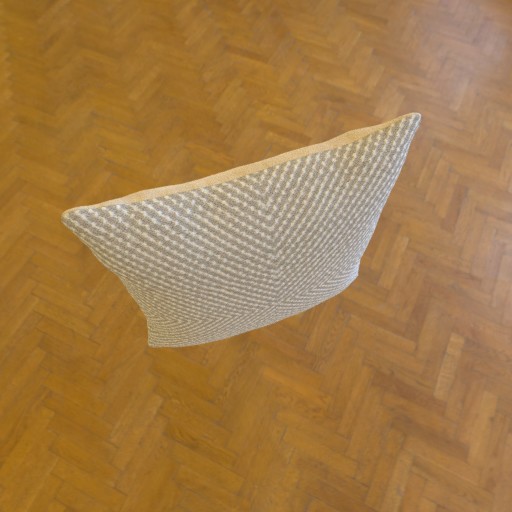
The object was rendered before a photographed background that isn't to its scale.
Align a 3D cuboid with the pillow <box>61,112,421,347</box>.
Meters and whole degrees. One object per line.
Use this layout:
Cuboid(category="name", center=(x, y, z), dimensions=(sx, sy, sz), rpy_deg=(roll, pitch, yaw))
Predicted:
Cuboid(category="pillow", center=(0.000, 0.000, 0.726), dimensions=(0.459, 0.458, 0.181), rpy_deg=(-18, 64, -9))
